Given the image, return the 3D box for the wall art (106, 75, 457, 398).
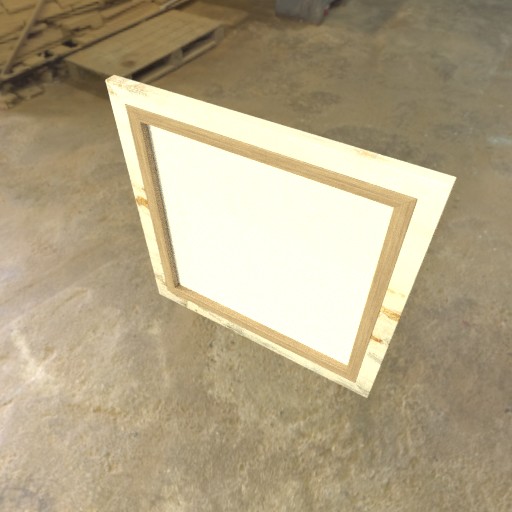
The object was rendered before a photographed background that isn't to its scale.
[{"bbox_3d":[0.000,0.000,1.521,1.015,1.018,0.040,23,51,20],"label":"wall art"}]
